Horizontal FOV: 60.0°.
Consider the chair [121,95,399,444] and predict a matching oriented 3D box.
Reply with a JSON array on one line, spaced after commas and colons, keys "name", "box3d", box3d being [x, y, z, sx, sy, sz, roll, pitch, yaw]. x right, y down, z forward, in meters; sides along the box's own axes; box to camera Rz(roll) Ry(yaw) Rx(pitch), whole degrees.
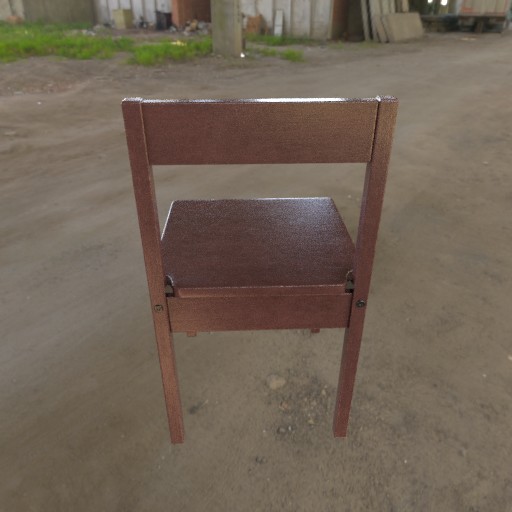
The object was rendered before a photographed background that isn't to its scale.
[{"name": "chair", "box3d": [0.000, 0.000, 0.886, 0.367, 0.668, 0.361, -1, 30, -2]}]
